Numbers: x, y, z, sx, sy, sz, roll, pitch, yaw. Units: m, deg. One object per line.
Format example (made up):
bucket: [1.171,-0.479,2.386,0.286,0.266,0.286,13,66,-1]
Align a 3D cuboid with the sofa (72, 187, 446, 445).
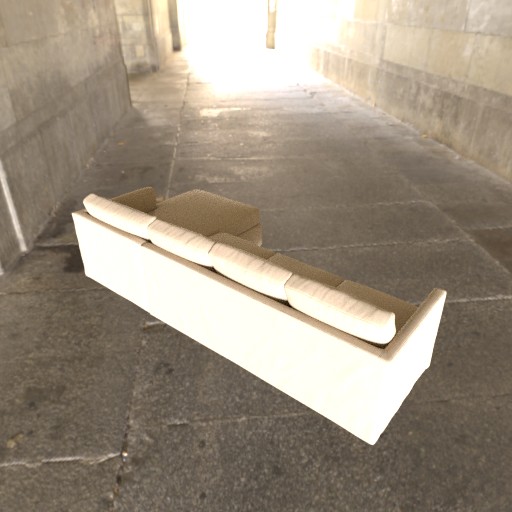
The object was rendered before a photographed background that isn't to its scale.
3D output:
sofa: [0.000,0.000,3.945,3.206,0.871,1.622,22,36,33]
